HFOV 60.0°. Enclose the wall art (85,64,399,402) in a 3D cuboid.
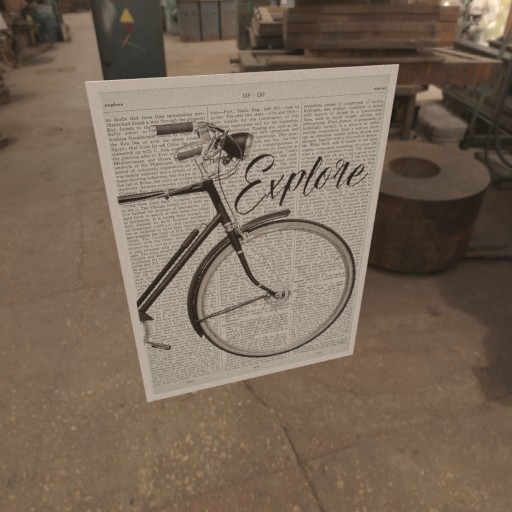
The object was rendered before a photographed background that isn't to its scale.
[{"bbox_3d":[0.000,0.000,0.785,0.457,0.610,0.003,-9,33,-14],"label":"wall art"}]
